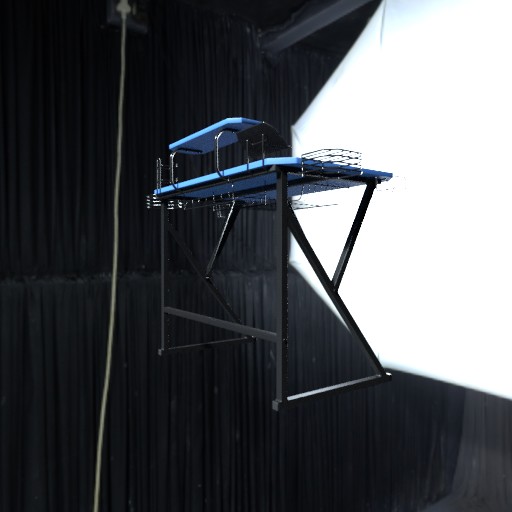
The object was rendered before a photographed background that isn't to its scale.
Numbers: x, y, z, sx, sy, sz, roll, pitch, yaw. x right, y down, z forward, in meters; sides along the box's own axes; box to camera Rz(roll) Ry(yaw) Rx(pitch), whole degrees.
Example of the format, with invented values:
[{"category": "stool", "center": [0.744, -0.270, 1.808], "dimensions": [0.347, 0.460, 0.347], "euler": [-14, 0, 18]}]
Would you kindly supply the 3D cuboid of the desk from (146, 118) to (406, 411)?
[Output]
[{"category": "desk", "center": [0.000, 0.000, 1.805], "dimensions": [0.594, 0.909, 1.295], "euler": [0, 1, -35]}]
